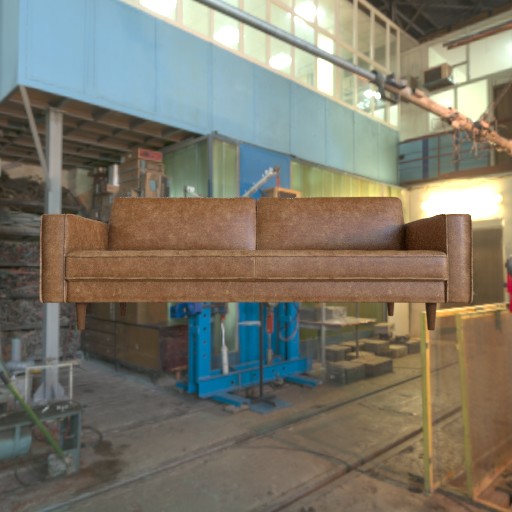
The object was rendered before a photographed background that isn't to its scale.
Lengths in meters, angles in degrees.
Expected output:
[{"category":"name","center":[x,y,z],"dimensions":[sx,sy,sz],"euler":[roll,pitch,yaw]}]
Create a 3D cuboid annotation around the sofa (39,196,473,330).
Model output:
[{"category":"sofa","center":[0.000,0.000,2.623],"dimensions":[2.199,0.779,0.886],"euler":[0,-2,0]}]
